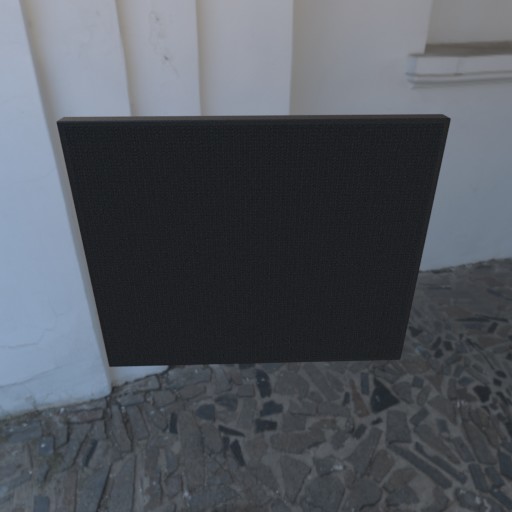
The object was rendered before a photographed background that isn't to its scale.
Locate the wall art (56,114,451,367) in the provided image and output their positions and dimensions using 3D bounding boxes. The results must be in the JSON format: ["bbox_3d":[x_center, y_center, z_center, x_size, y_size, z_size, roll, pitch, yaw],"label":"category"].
[{"bbox_3d":[0.000,0.000,0.751,0.559,0.458,0.029,-1,29,-2],"label":"wall art"}]
